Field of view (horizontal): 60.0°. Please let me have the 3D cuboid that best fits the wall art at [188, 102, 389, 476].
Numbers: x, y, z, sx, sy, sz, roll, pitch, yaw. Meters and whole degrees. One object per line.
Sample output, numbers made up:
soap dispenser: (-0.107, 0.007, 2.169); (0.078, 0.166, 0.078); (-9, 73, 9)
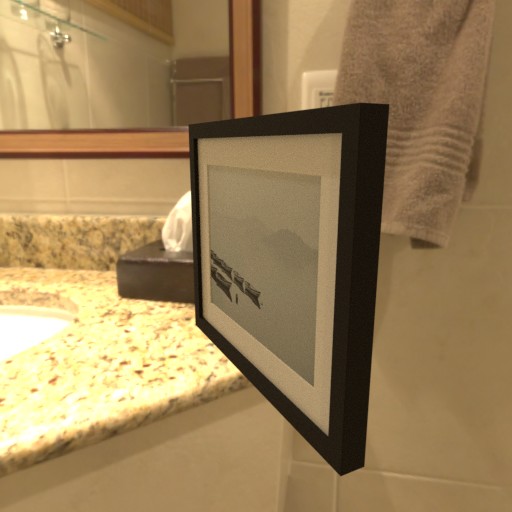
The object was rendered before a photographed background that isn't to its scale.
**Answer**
wall art: (0.000, 0.000, 0.544); (0.028, 0.325, 0.397); (-7, 16, -26)
